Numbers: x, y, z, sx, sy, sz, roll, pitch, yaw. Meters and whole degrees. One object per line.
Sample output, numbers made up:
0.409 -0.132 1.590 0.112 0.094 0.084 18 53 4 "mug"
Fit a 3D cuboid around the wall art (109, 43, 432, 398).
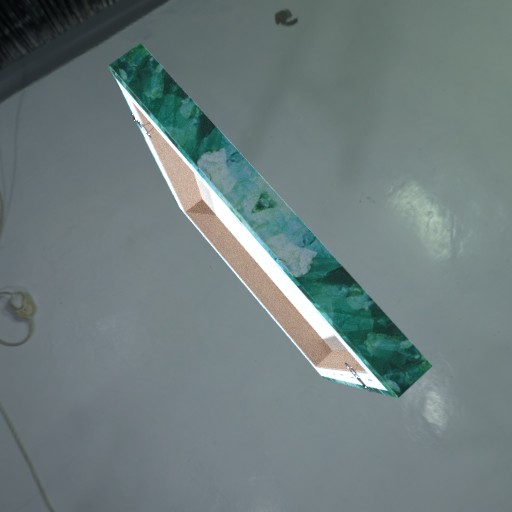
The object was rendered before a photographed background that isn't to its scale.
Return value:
0.000 0.000 0.459 0.033 0.313 0.313 -39 80 -8 "wall art"
